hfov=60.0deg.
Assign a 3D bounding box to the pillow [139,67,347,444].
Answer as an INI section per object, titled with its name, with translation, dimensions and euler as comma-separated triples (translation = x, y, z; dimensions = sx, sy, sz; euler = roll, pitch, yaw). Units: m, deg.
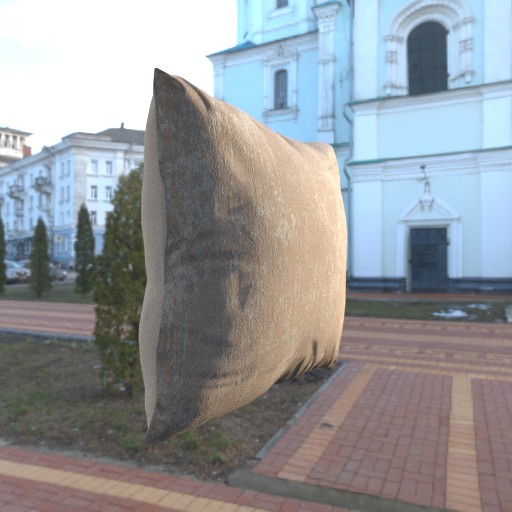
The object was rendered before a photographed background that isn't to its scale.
[pillow]
translation = 0.000, 0.000, 0.705
dimensions = 0.245, 0.448, 0.450
euler = -1, -1, 37
